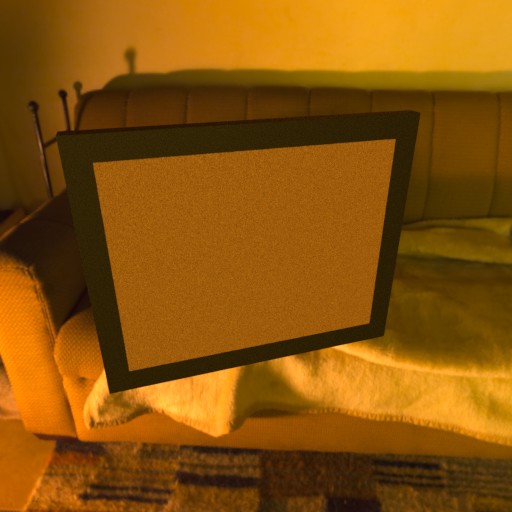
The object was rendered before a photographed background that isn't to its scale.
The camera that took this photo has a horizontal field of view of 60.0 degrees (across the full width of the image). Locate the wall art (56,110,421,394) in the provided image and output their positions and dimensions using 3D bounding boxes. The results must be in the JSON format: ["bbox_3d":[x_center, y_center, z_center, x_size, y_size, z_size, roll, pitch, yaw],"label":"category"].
[{"bbox_3d":[0.000,0.000,0.775,0.561,0.460,0.028,-8,29,-15],"label":"wall art"}]
